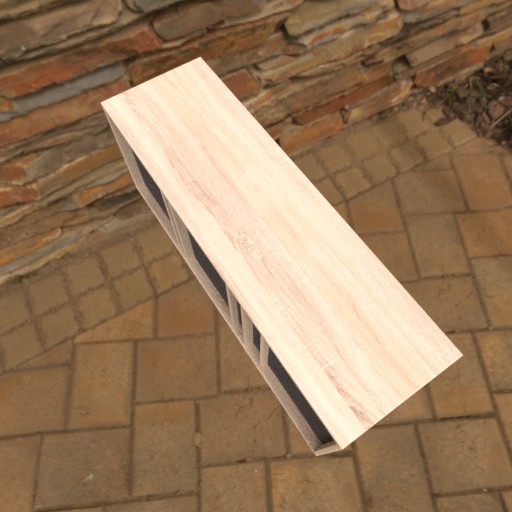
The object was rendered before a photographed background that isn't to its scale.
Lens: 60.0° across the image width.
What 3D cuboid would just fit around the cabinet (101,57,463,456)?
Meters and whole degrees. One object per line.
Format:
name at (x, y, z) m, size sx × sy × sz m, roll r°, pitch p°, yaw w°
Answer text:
cabinet at (0.000, 0.000, 2.017) m, size 0.500 × 0.780 × 1.650 m, roll -31°, pitch 68°, yaw -14°
